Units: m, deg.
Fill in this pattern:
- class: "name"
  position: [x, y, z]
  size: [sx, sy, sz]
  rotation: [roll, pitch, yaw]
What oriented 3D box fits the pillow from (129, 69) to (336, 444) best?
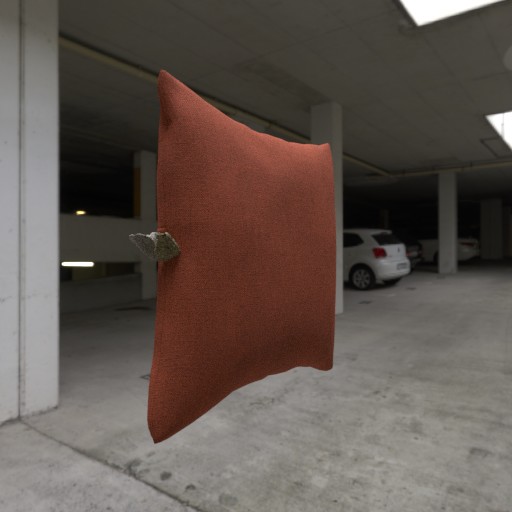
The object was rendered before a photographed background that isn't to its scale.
- class: "pillow"
  position: [0.000, 0.000, 0.763]
  size: [0.165, 0.482, 0.490]
  rotation: [0, 0, 37]
